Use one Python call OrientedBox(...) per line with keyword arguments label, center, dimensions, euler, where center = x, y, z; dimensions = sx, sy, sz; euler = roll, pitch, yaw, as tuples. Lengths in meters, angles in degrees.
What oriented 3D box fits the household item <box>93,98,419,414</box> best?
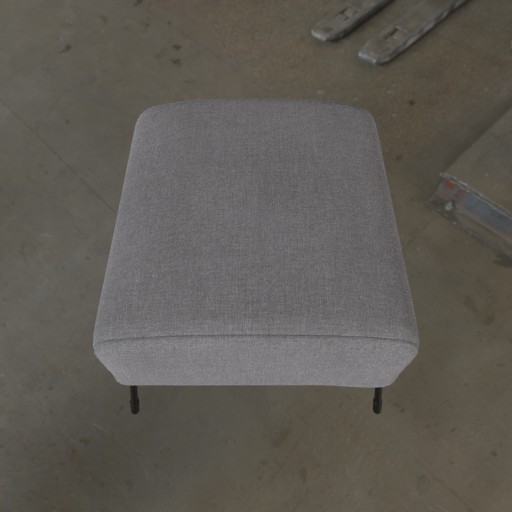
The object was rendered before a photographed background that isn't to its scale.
OrientedBox(label="household item", center=(0.000, 0.000, 0.896), dimensions=(0.530, 0.410, 0.530), euler=(0, 58, 0))
